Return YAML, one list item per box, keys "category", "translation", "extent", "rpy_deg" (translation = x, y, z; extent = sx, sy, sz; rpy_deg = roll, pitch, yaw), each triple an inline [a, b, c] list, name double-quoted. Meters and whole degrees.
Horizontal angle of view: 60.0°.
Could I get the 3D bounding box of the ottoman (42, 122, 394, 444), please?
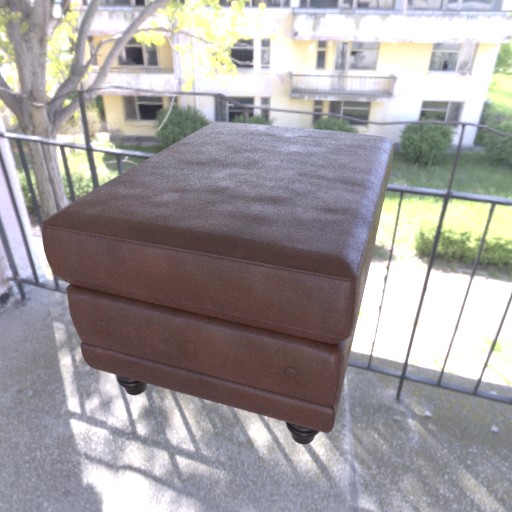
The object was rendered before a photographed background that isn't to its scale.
- category: "ottoman"
  translation: [0.000, 0.000, 1.155]
  extent: [0.588, 0.509, 0.795]
  rpy_deg: [10, 32, 16]
